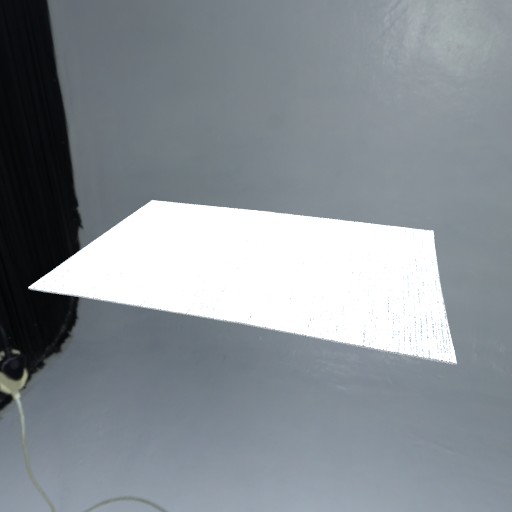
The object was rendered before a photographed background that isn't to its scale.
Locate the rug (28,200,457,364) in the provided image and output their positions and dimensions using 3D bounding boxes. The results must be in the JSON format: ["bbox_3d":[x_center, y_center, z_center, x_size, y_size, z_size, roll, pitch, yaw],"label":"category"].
[{"bbox_3d":[0.000,0.000,2.227,1.773,0.021,1.149,8,29,14],"label":"rug"}]
